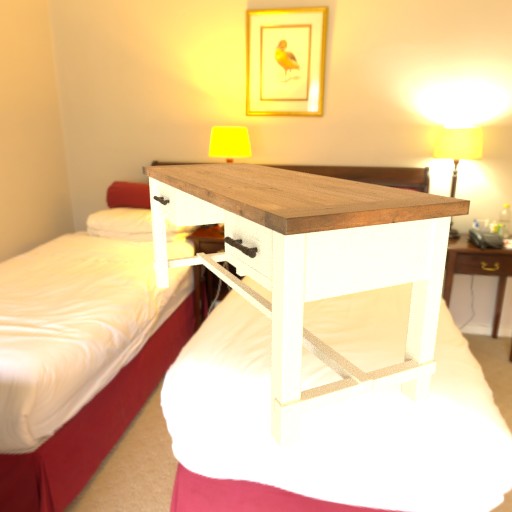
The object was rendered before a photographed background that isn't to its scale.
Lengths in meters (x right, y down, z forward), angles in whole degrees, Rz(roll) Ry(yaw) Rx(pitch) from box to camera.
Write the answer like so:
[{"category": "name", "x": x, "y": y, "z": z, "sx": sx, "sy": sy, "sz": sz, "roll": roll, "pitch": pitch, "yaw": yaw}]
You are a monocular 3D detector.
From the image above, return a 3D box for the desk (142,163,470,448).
[{"category": "desk", "x": 0.000, "y": 0.000, "z": 2.191, "sx": 0.688, "sy": 0.762, "sz": 1.803, "roll": -8, "pitch": 18, "yaw": -24}]
